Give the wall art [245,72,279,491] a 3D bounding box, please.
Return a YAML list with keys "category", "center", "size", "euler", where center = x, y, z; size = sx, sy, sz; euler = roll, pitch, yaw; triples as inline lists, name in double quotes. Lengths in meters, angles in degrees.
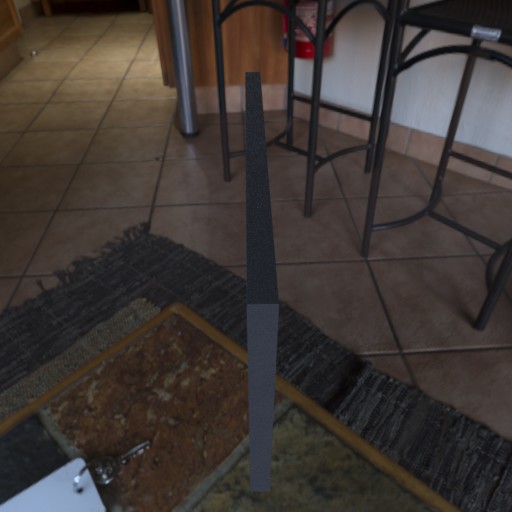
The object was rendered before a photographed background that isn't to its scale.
- category: "wall art"
  center: [0.000, 0.000, 0.556]
  size: [0.021, 0.301, 0.443]
  euler: [-1, 41, -1]
